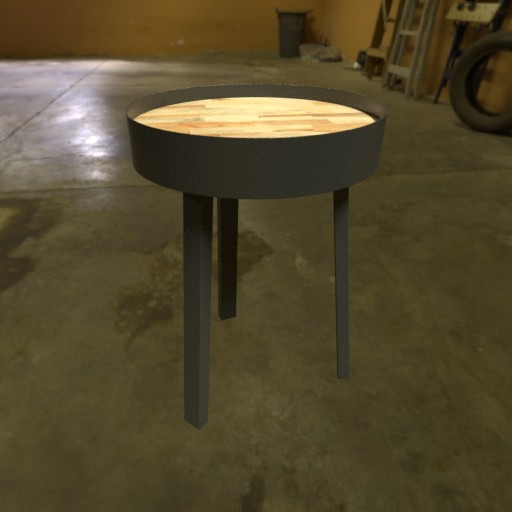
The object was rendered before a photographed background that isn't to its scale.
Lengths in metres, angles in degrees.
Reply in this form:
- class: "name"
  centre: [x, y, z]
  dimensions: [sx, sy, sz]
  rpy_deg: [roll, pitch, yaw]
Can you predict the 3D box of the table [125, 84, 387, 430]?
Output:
- class: "table"
  centre: [0.000, 0.000, 0.847]
  dimensions: [0.406, 0.559, 0.406]
  rpy_deg: [0, 30, 0]
